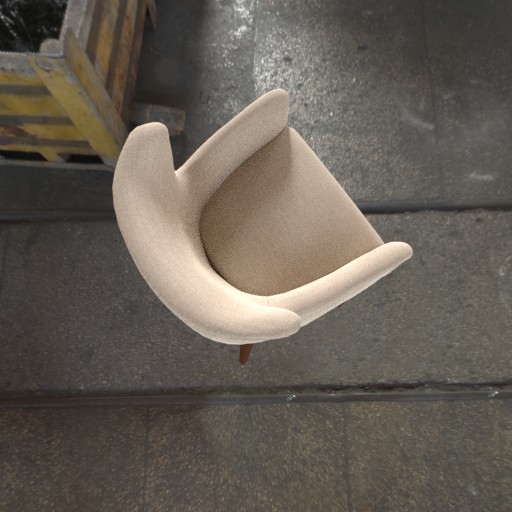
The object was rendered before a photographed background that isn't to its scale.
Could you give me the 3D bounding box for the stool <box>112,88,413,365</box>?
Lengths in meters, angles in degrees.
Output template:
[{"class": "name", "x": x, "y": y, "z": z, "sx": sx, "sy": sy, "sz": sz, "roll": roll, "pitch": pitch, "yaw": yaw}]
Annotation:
[{"class": "stool", "x": 0.000, "y": 0.000, "z": 1.381, "sx": 0.563, "sy": 1.034, "sz": 0.556, "roll": -33, "pitch": 78, "yaw": -8}]
